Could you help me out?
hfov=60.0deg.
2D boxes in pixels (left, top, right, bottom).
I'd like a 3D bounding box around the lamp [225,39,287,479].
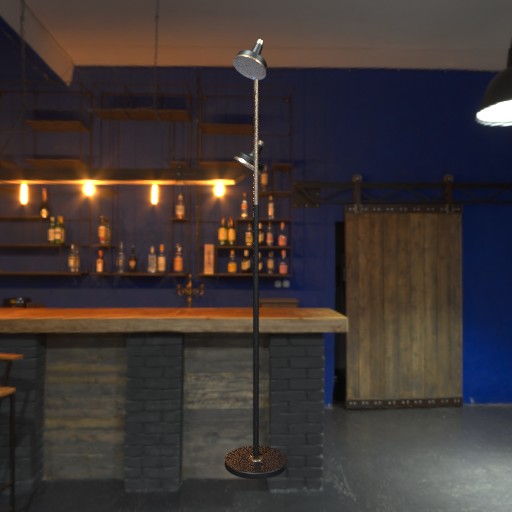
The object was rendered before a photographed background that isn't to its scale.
[{"bbox_3d":[0.000,0.000,1.794,0.253,1.674,0.351,0,-1,0],"label":"lamp"}]
